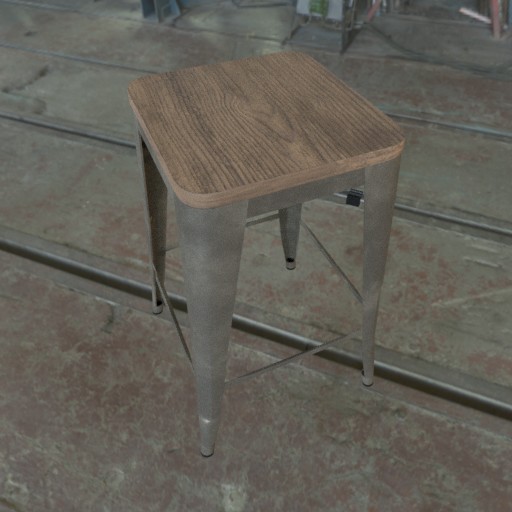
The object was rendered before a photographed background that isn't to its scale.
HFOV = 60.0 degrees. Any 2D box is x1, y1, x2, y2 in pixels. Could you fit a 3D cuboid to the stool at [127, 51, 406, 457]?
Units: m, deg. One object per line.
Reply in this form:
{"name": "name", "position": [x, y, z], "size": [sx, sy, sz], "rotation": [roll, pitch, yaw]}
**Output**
{"name": "stool", "position": [0.000, 0.000, 0.845], "size": [0.407, 0.607, 0.407], "rotation": [-18, 48, -16]}
